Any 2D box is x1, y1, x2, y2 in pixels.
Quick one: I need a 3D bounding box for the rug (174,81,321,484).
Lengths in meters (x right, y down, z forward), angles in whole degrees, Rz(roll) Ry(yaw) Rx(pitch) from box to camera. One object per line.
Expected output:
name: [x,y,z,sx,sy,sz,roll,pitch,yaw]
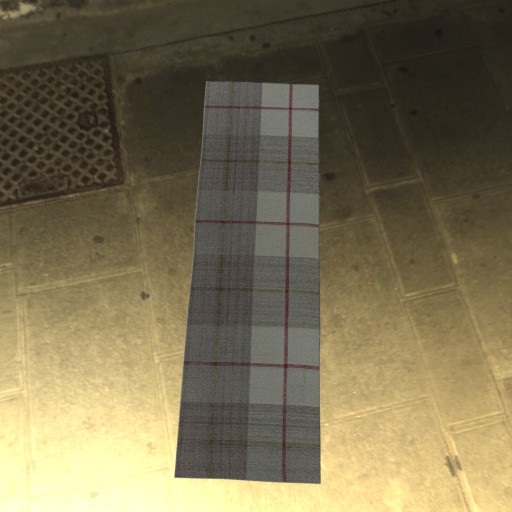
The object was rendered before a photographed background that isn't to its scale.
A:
rug: [0.000,0.000,2.646,0.762,0.013,2.439,2,74,1]
